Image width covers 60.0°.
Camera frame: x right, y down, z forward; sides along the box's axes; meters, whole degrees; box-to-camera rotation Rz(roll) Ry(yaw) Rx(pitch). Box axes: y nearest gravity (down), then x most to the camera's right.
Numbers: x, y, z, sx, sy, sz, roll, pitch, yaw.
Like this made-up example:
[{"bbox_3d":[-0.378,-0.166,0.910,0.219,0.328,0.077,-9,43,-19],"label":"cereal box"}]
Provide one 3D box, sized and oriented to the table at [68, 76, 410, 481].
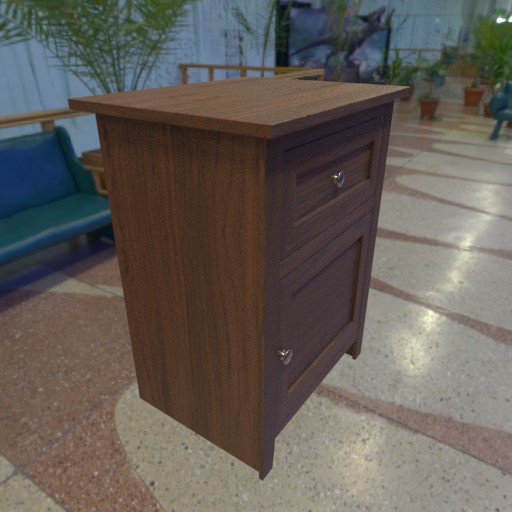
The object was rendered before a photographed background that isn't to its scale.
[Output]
[{"bbox_3d":[0.000,0.000,0.910,0.381,0.636,0.480,18,32,31],"label":"table"}]
